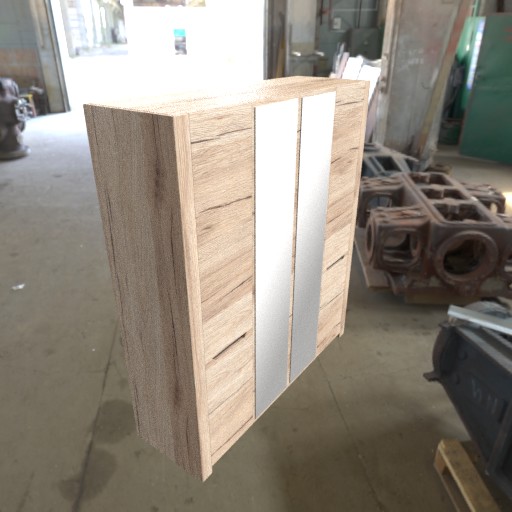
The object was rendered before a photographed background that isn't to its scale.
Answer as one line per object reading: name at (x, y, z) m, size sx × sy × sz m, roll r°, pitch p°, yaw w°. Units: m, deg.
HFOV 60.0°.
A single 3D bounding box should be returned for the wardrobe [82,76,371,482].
wardrobe at (0.000, 0.000, 2.926) m, size 0.580 × 2.070 × 1.810 m, roll 18°, pitch 32°, yaw 32°
